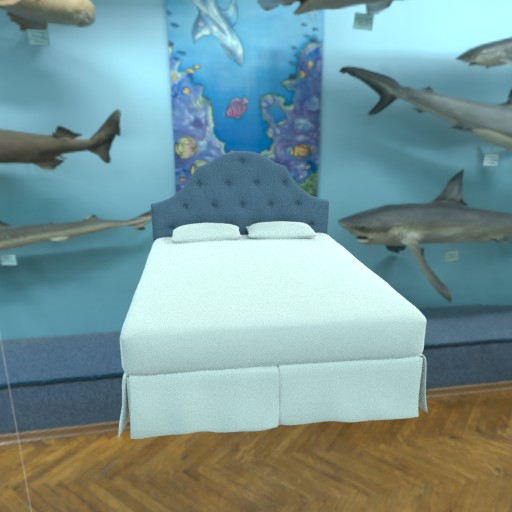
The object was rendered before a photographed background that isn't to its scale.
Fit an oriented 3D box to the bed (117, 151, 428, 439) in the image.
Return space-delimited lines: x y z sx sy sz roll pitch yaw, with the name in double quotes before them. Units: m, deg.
"bed" 0.000 0.000 3.779 2.039 1.617 2.477 -2 16 -7
